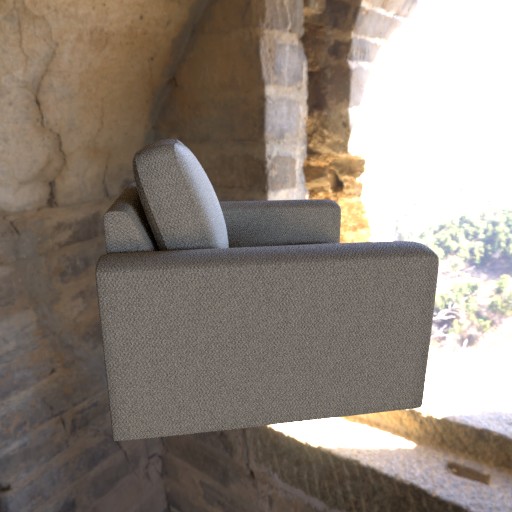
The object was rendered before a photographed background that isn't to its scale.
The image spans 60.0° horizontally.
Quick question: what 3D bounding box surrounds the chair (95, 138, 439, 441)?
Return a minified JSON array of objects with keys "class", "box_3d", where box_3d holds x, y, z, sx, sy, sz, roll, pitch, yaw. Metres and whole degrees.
[{"class":"chair","box_3d":[0.000,0.000,1.725,1.016,0.873,1.005,-3,17,-9]}]
